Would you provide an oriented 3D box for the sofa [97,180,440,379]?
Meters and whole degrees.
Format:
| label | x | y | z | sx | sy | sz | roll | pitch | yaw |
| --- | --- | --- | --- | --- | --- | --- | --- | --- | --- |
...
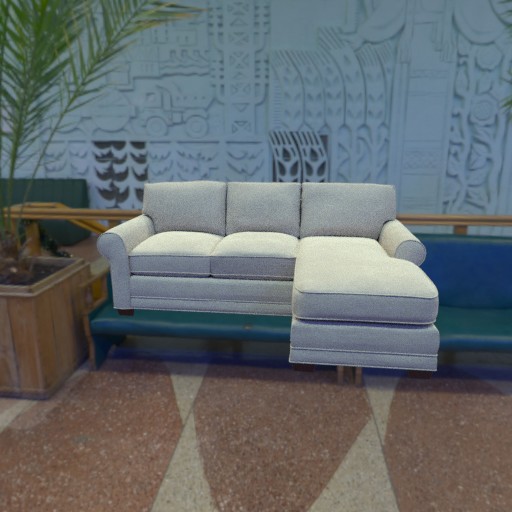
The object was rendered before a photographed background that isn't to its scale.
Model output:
| label | x | y | z | sx | sy | sz | roll | pitch | yaw |
| --- | --- | --- | --- | --- | --- | --- | --- | --- | --- |
| sofa | 0.000 | 0.000 | 2.444 | 1.770 | 0.734 | 1.226 | 2 | 15 | 7 |
